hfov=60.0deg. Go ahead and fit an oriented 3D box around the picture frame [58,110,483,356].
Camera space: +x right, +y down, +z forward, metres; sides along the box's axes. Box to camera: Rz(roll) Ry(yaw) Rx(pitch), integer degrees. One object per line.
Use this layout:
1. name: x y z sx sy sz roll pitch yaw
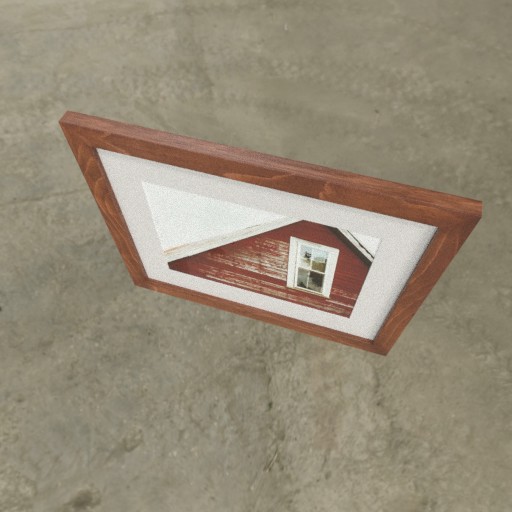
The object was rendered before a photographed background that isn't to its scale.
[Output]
1. picture frame: 0.000 0.000 0.759 0.559 0.457 0.025 15 58 9
